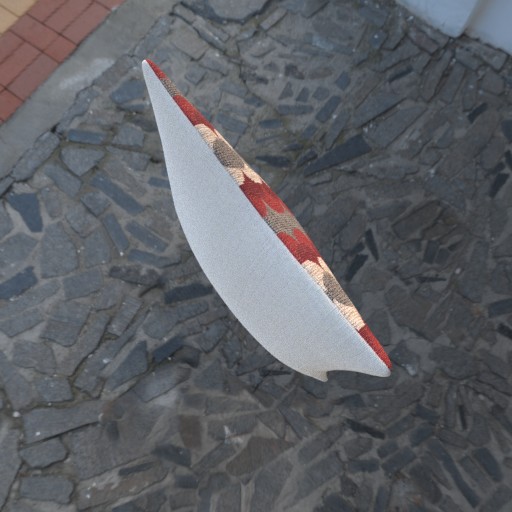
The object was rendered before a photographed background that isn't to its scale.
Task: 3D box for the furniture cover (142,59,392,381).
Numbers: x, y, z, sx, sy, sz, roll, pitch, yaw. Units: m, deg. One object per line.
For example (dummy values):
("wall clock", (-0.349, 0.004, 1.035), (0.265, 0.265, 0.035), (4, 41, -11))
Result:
("furniture cover", (0.000, 0.000, 0.648), (0.145, 0.420, 0.435), (-35, 77, -9))
